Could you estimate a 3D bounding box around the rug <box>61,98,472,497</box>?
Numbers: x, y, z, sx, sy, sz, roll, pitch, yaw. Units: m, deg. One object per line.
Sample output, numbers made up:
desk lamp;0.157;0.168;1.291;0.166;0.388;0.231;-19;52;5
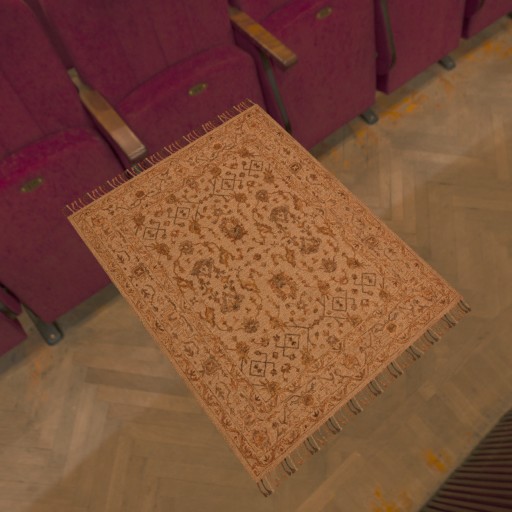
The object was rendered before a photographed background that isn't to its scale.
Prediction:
rug;0.000;0.000;2.225;1.278;0.009;1.726;-36;69;-16
